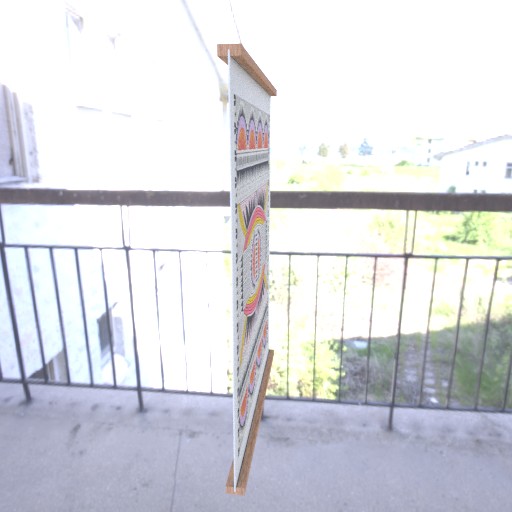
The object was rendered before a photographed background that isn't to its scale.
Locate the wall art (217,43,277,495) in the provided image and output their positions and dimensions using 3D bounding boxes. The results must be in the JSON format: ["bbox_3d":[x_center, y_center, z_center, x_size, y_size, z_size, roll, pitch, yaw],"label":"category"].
[{"bbox_3d":[0.000,0.000,0.794,0.028,0.609,0.456,2,14,8],"label":"wall art"}]
